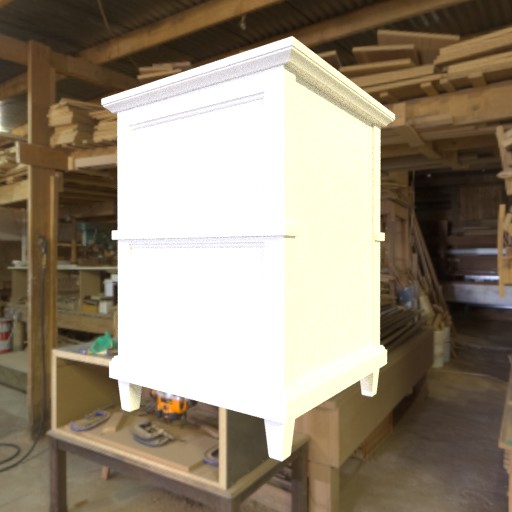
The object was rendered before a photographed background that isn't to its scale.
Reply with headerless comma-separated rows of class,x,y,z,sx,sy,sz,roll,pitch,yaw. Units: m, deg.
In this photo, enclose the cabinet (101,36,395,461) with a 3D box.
cabinet,0.000,0.000,1.156,0.547,0.775,0.544,0,1,36
